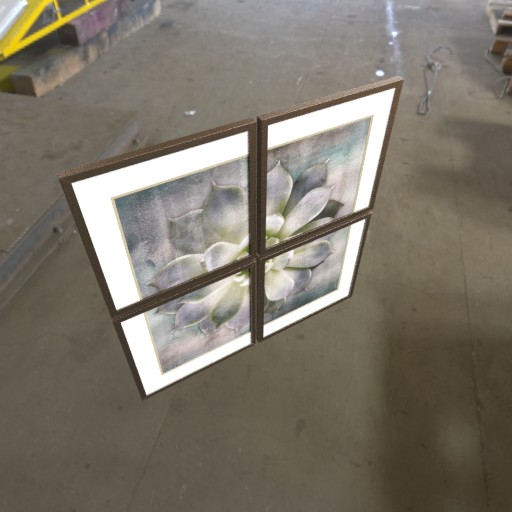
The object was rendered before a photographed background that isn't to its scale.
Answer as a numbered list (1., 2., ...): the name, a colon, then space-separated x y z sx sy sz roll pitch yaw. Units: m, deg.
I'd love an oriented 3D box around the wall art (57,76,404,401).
1. wall art: 0.000 0.000 1.540 1.032 1.032 0.030 -23 49 -21
